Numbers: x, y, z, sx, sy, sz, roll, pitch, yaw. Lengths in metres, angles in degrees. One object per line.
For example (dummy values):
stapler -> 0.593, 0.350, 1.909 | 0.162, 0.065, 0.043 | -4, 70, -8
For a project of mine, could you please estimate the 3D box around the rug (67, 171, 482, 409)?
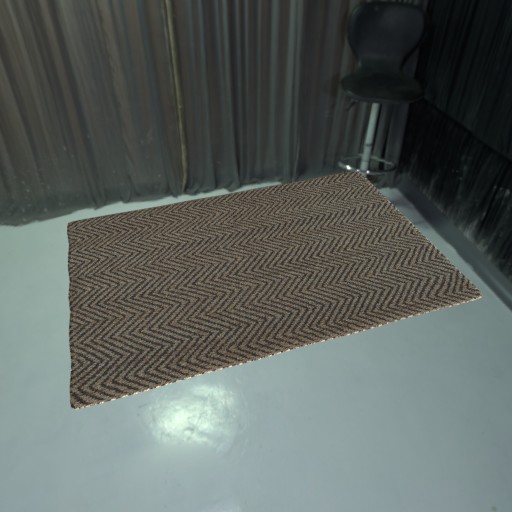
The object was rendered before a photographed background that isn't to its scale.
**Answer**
rug -> 0.000, 0.000, 2.266 | 1.828, 0.008, 1.219 | -12, 42, -14
